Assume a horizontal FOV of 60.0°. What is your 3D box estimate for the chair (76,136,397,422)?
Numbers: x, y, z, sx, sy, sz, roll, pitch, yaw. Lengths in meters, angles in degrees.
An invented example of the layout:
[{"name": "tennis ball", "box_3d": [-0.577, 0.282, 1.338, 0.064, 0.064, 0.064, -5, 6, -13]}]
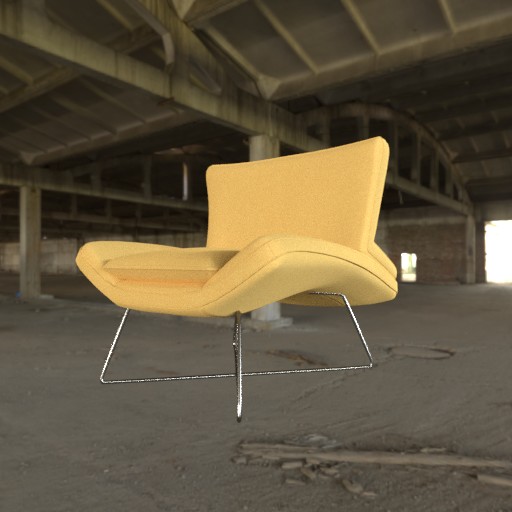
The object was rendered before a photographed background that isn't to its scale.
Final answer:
[{"name": "chair", "box_3d": [0.000, 0.000, 1.664, 0.859, 0.855, 1.008, 0, -1, 37]}]
